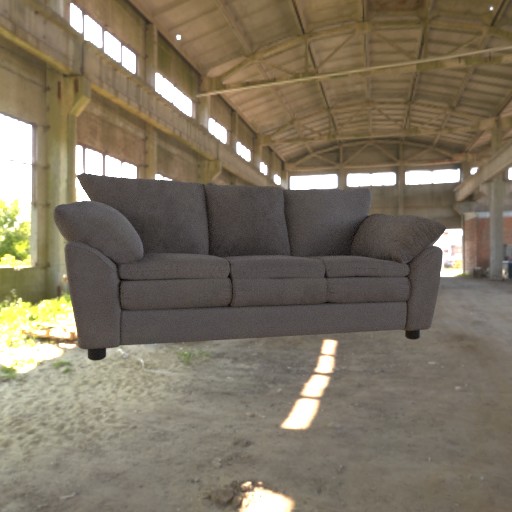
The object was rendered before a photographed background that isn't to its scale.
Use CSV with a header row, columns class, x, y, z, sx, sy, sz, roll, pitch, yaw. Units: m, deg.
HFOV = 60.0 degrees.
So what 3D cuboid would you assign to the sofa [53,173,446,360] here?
class,x,y,z,sx,sy,sz,roll,pitch,yaw
sofa,0.000,0.000,2.881,2.336,1.073,0.878,0,-1,-18
